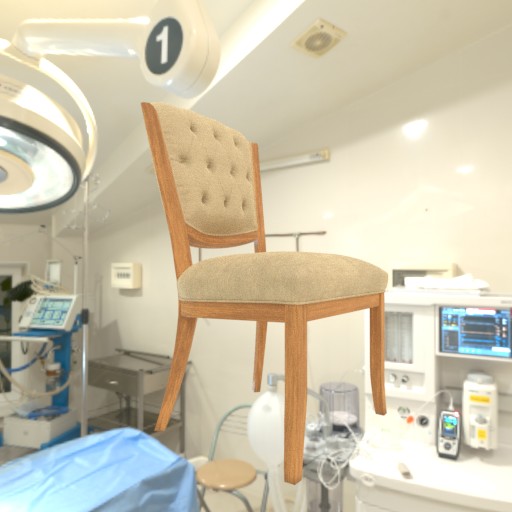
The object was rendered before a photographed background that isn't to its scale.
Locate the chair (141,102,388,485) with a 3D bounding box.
[{"bbox_3d":[0.000,0.000,1.243,0.584,0.905,0.513,-1,-1,36],"label":"chair"}]
